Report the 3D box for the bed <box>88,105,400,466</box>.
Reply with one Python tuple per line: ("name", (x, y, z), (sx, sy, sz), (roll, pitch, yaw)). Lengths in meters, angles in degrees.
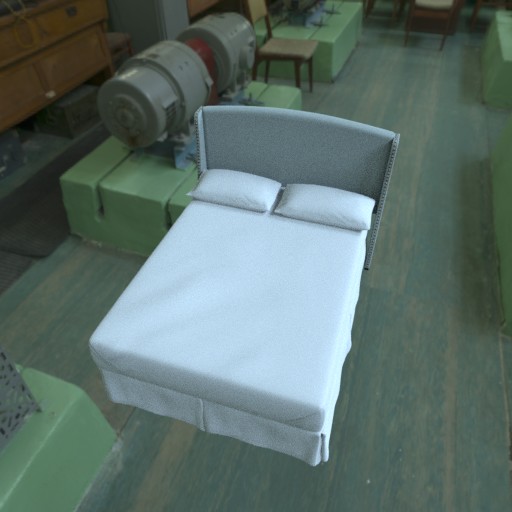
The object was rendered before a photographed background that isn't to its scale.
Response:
("bed", (0.000, 0.000, 3.372), (1.710, 1.407, 2.237), (12, 44, 13))
